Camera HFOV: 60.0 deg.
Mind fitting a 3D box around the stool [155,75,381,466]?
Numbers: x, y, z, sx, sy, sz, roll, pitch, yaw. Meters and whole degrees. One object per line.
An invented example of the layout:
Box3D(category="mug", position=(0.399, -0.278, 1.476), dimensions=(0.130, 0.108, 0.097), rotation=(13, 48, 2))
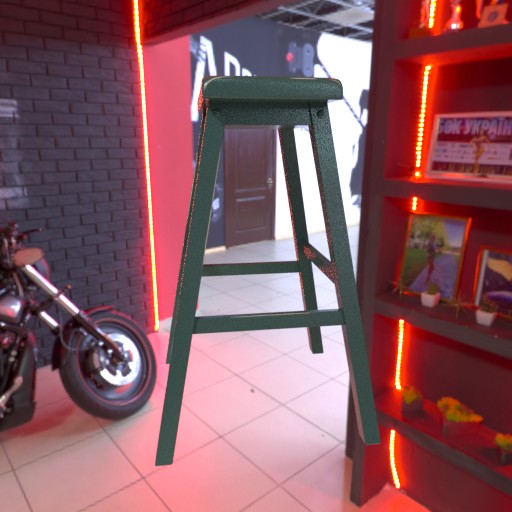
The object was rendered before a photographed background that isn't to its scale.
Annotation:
Box3D(category="stool", position=(0.000, 0.000, 1.047), dimensions=(0.476, 0.737, 0.457), rotation=(-2, 15, -8))
